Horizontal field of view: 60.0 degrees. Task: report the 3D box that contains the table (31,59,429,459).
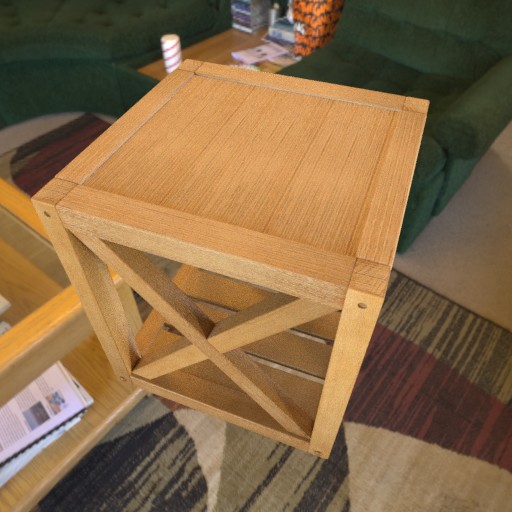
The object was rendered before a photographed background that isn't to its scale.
[{"bbox_3d":[0.000,0.000,1.029,0.559,0.610,0.558,16,49,14],"label":"table"}]
